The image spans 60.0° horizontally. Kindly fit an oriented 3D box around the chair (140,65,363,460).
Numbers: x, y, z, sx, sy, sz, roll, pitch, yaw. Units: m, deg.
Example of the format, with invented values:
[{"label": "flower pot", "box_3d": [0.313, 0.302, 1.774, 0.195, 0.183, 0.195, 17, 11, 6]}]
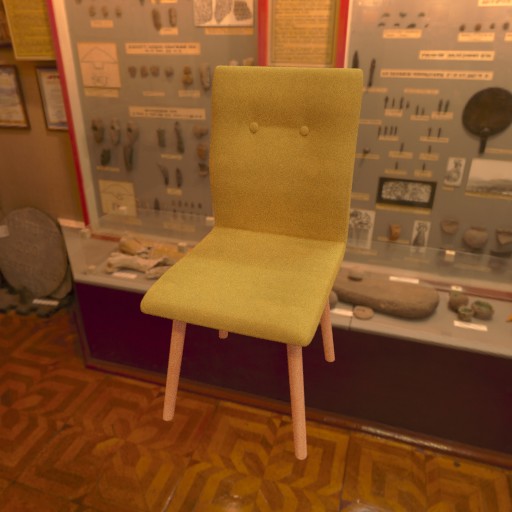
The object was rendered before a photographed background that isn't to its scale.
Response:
[{"label": "chair", "box_3d": [0.000, 0.000, 1.266, 0.450, 0.965, 0.550, 9, 28, 17]}]
